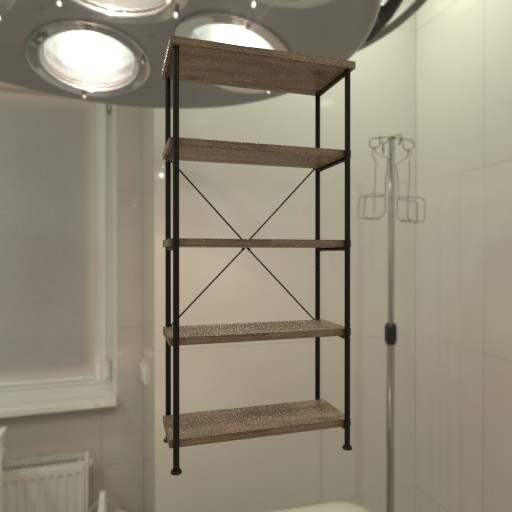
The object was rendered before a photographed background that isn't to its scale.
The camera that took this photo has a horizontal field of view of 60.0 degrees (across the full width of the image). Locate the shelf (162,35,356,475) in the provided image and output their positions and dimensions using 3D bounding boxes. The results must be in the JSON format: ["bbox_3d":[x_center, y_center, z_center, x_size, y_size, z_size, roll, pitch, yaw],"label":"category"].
[{"bbox_3d":[0.000,0.000,1.995,0.800,1.700,0.360,0,0,-17],"label":"shelf"}]
